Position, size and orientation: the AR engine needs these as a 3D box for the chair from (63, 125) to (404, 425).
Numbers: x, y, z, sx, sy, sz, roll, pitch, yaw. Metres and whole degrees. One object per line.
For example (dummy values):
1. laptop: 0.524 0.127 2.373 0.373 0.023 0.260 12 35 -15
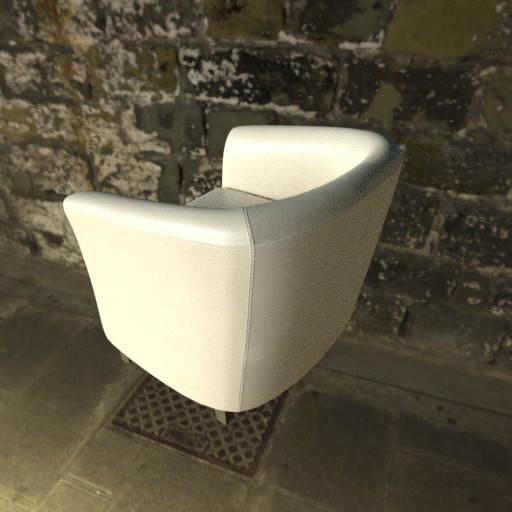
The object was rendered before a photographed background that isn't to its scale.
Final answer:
1. chair: 0.000 0.000 1.381 0.727 0.756 0.792 21 39 29
